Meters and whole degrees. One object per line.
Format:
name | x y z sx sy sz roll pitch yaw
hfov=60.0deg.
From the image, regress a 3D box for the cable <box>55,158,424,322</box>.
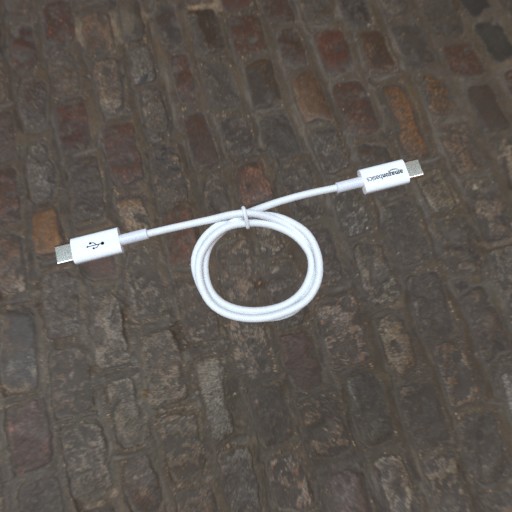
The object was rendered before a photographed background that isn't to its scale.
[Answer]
cable | 0.000 0.000 0.231 0.203 0.014 0.070 -14 76 -4
